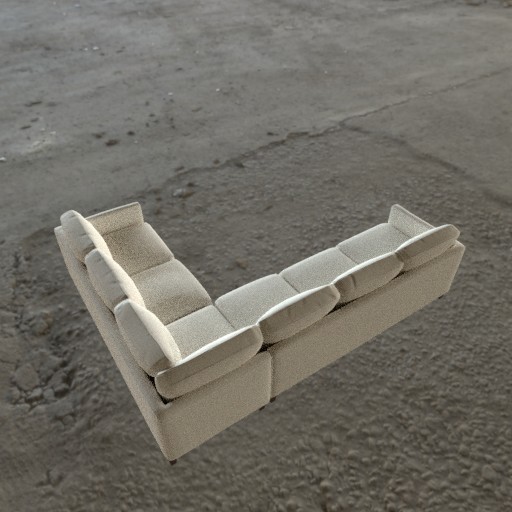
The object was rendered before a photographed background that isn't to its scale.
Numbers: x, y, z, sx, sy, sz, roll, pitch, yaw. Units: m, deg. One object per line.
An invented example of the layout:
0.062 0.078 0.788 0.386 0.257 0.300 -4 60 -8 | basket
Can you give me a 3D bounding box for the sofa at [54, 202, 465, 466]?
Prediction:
0.000 0.000 4.565 3.302 0.947 2.593 -24 46 -25 | sofa
